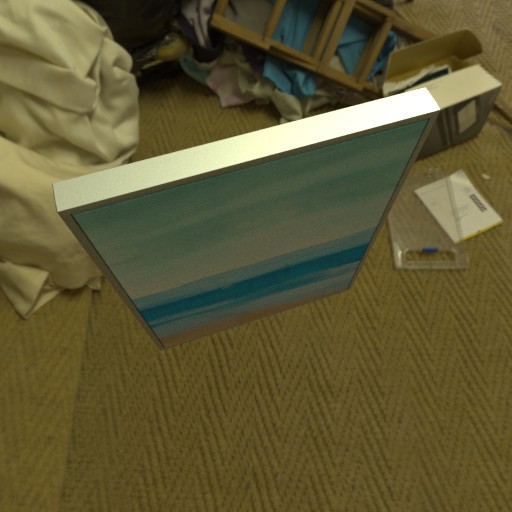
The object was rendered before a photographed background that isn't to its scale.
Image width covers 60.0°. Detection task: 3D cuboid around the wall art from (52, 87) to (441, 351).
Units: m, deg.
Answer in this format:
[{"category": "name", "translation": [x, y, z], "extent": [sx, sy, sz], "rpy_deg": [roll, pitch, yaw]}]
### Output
[{"category": "wall art", "translation": [0.000, 0.000, 0.742], "extent": [0.445, 0.553, 0.039], "rpy_deg": [-17, 65, -8]}]
